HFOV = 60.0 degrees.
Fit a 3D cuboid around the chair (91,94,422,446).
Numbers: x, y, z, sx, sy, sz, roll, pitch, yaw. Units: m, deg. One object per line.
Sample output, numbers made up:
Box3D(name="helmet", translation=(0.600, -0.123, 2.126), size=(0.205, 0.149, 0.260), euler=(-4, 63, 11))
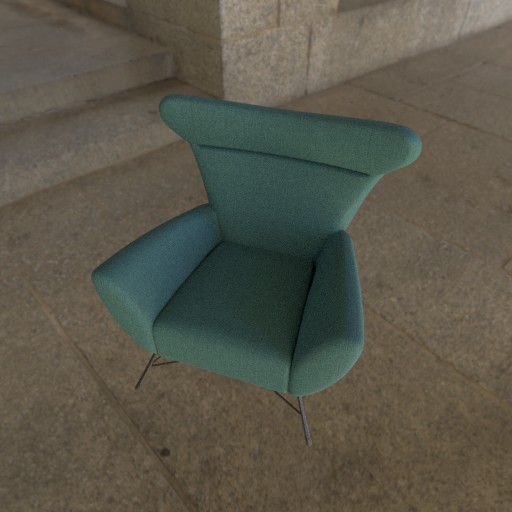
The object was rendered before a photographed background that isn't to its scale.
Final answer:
Box3D(name="chair", translation=(0.000, 0.000, 1.783), size=(1.050, 0.980, 0.900), euler=(13, 43, 14))
